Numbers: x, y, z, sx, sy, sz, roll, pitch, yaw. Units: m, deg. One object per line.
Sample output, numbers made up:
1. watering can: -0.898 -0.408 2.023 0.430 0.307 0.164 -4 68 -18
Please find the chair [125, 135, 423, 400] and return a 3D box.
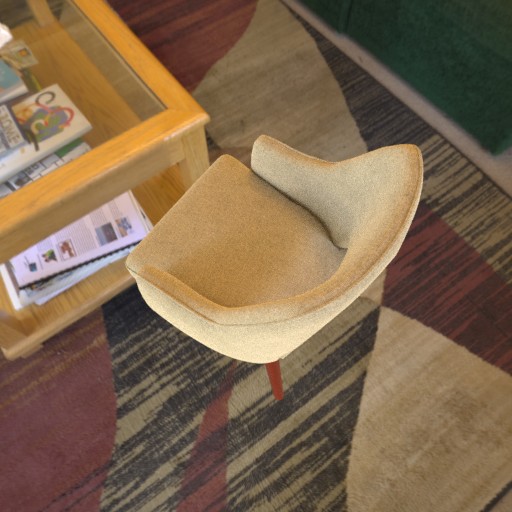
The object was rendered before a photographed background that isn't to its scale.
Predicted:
1. chair: 0.000 0.000 1.194 0.605 0.849 0.548 33 69 14
